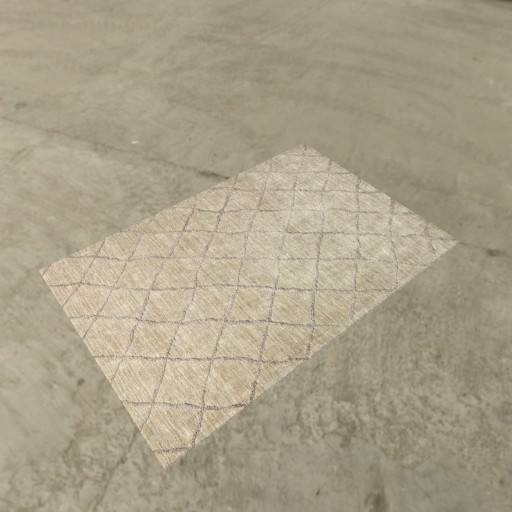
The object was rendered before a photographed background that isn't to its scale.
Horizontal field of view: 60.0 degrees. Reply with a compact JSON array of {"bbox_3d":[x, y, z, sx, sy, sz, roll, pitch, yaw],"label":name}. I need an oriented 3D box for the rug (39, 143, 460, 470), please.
[{"bbox_3d":[0.000,0.000,2.876,2.280,0.015,1.521,-31,54,-25],"label":"rug"}]
